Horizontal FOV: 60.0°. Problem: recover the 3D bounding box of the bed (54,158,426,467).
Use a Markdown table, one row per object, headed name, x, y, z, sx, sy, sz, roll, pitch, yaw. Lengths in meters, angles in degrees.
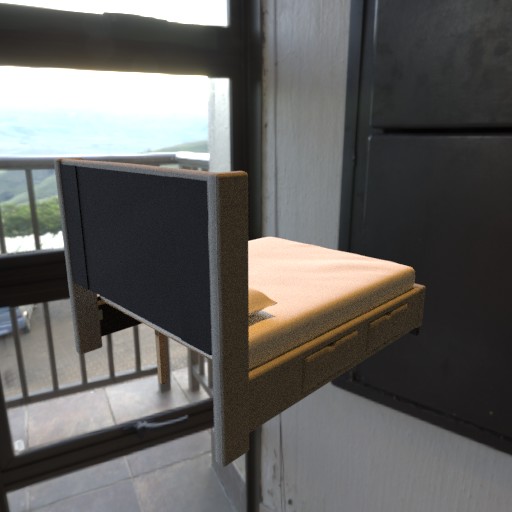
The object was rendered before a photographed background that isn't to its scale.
| name | x | y | z | sx | sy | sz | roll | pitch | yaw |
| --- | --- | --- | --- | --- | --- | --- | --- | --- | --- |
| bed | 0.000 | 0.000 | 3.420 | 2.222 | 1.491 | 1.774 | -15 | 21 | -43 |
